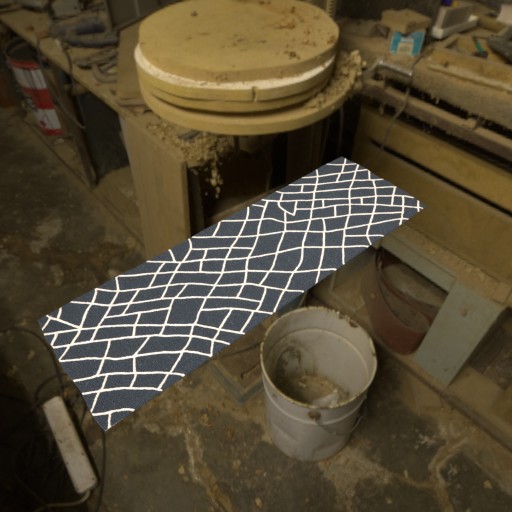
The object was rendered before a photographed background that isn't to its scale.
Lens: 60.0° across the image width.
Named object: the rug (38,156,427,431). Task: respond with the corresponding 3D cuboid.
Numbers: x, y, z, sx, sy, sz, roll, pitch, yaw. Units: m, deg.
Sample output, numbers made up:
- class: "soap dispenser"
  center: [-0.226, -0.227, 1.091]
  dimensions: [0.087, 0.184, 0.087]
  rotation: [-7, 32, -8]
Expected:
- class: "rug"
  center: [0.000, 0.000, 2.751]
  dimensions: [2.476, 0.010, 0.807]
  rotation: [-31, 54, -26]
